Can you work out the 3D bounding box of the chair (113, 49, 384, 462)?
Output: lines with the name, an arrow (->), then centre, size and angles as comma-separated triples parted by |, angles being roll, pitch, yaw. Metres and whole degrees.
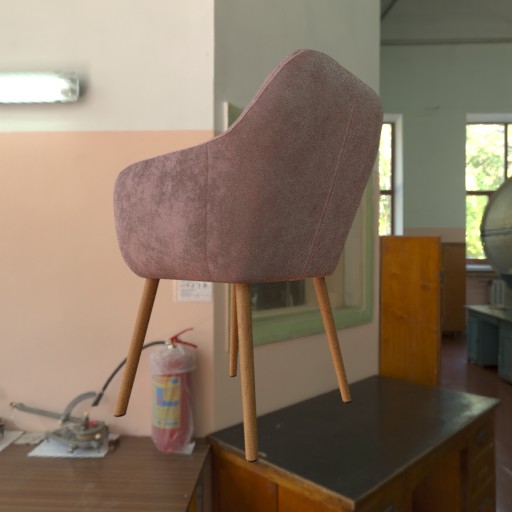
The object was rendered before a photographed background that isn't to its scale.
chair -> 0.000, 0.000, 1.176 | 0.570, 0.832, 0.610 | 0, 0, 37
